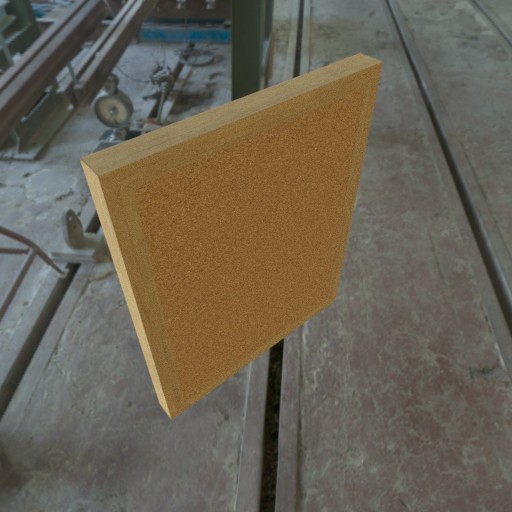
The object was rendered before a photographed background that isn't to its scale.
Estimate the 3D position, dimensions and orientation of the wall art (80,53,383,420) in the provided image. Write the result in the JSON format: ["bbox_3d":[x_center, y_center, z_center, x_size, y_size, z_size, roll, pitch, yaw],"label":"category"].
[{"bbox_3d":[0.000,0.000,0.521,0.312,0.380,0.030,-31,53,-27],"label":"wall art"}]
